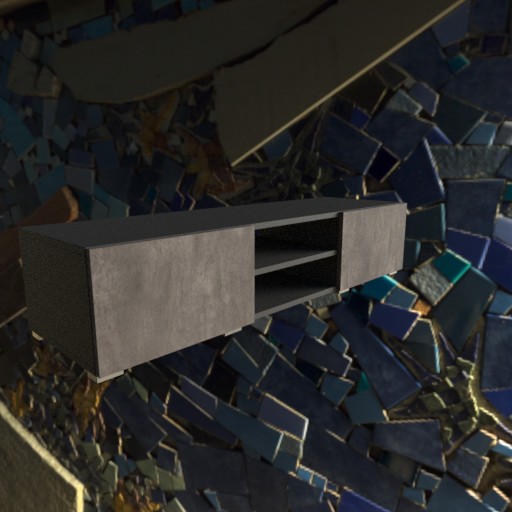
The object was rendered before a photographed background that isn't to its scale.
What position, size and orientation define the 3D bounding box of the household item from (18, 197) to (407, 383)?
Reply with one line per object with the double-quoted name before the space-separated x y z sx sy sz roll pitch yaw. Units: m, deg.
"household item" 0.000 0.000 1.568 0.420 0.310 1.400 12 17 43
